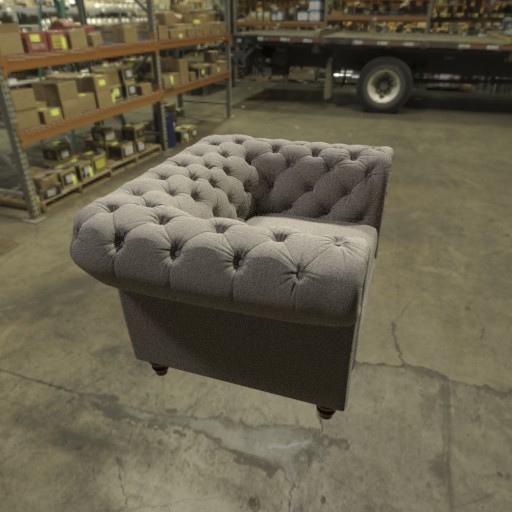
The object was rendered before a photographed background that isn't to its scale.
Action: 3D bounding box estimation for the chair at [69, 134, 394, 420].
[{"bbox_3d":[0.000,0.000,1.904,0.976,0.770,1.270,9,31,16],"label":"chair"}]
